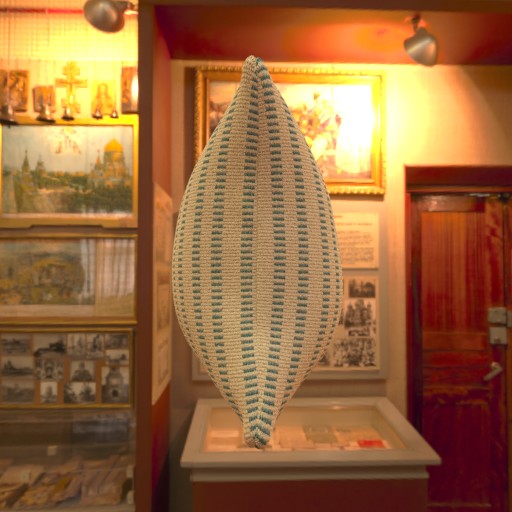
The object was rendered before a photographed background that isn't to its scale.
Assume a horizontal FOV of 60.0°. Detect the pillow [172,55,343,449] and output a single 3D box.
[{"bbox_3d":[0.000,0.000,0.680,0.247,0.419,0.438,0,-2,0],"label":"pillow"}]
